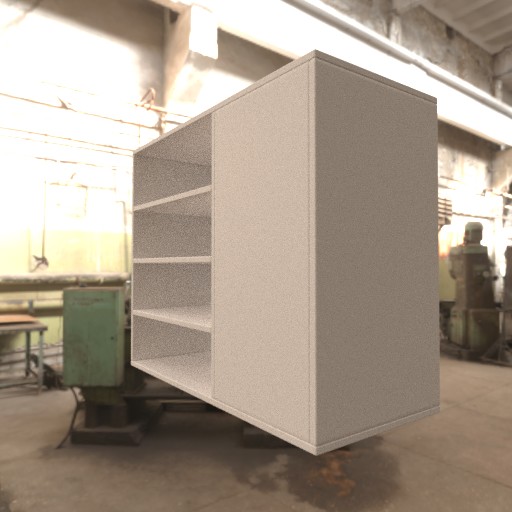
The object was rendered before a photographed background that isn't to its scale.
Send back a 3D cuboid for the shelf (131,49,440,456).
[{"bbox_3d":[0.000,0.000,1.271,0.396,0.732,0.895,1,-2,-36],"label":"shelf"}]
